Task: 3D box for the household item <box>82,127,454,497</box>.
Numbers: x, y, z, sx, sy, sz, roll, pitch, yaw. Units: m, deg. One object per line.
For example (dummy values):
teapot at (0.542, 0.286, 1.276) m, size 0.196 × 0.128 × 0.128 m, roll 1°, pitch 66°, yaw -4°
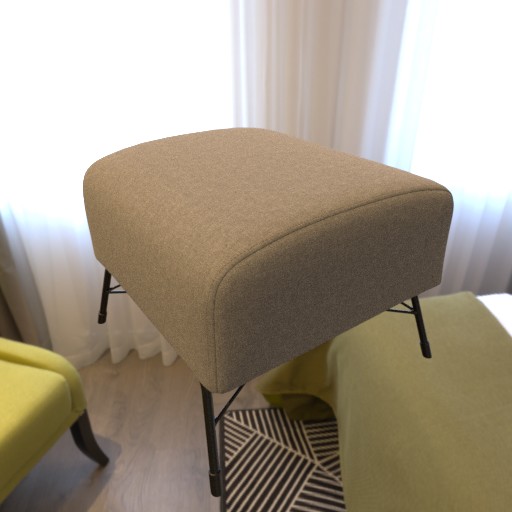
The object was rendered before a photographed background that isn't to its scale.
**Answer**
household item at (0.000, 0.000, 0.876) m, size 0.530 × 0.410 × 0.530 m, roll -19°, pitch 34°, yaw -31°
